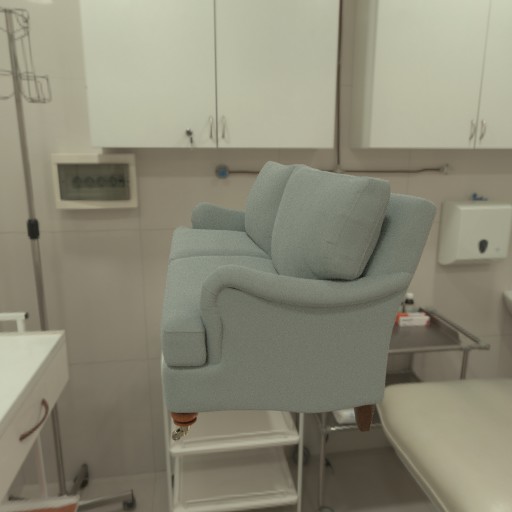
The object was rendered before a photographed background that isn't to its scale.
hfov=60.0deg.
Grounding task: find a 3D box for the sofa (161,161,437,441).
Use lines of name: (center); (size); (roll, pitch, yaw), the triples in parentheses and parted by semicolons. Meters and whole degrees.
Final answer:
sofa: (0.000, 0.000, 2.709); (1.069, 1.096, 2.193); (-2, 14, -9)
